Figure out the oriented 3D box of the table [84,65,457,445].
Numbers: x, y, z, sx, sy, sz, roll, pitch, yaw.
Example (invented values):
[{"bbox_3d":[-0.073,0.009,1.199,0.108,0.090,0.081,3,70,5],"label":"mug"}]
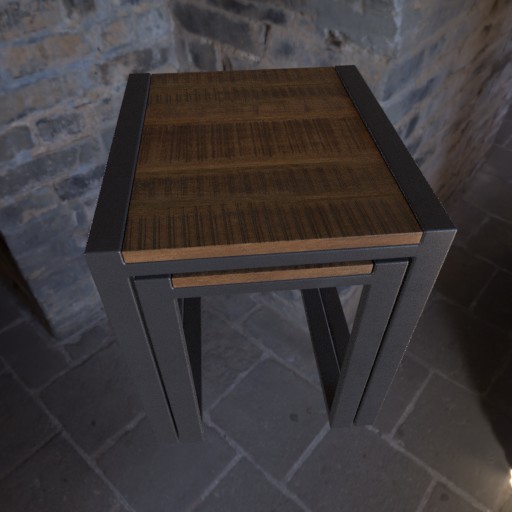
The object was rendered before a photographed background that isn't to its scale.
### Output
[{"bbox_3d":[0.000,0.000,0.895,0.449,0.550,0.500,-4,45,-4],"label":"table"}]
